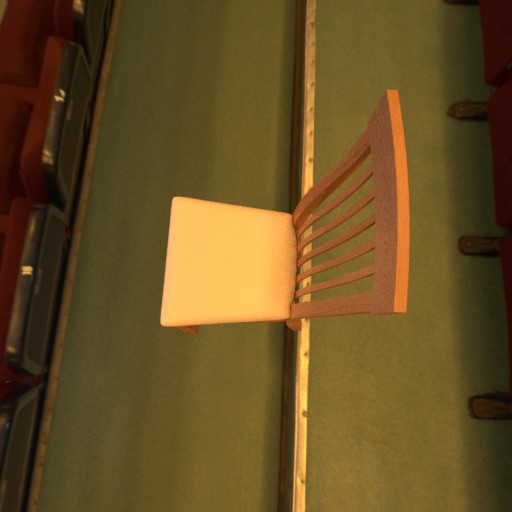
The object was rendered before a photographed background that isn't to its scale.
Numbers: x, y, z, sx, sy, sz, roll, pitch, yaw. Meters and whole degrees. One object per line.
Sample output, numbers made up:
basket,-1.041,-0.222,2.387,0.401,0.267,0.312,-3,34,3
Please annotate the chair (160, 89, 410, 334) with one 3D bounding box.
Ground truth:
chair,0.000,0.000,1.350,0.580,1.050,0.450,3,76,1
